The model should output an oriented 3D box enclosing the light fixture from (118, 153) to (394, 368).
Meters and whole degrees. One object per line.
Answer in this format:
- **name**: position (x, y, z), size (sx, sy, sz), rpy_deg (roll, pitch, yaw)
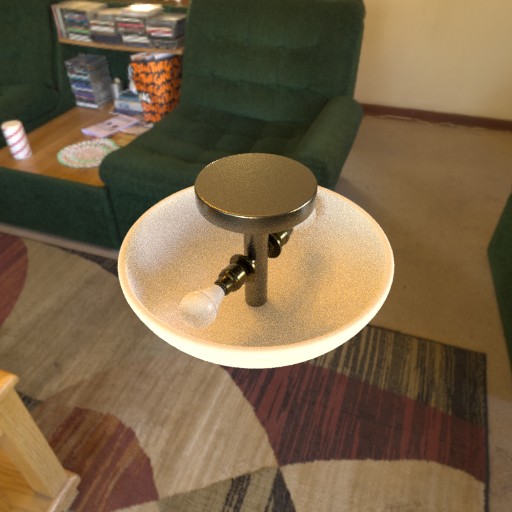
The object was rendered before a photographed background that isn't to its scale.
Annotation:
- **light fixture**: position (0.000, 0.000, 0.554), size (0.330, 0.214, 0.330), rpy_deg (0, 40, 0)
